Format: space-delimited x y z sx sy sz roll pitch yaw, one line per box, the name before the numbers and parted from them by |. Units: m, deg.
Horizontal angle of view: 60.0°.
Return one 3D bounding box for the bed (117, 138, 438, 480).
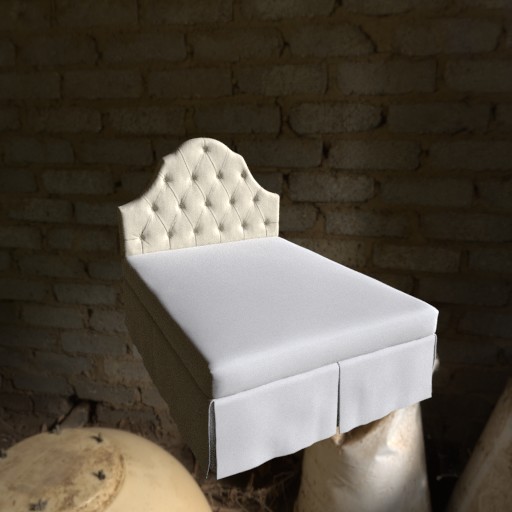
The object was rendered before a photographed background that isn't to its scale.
bed | 0.000 0.000 3.192 1.627 1.575 2.092 -9 19 -26
